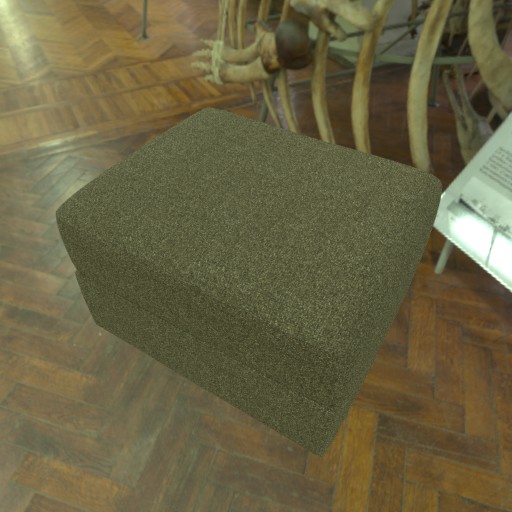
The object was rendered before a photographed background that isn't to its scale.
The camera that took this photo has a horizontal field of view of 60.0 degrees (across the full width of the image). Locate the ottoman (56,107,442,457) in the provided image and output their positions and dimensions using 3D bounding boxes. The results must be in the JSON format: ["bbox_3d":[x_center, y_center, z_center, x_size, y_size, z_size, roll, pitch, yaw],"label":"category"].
[{"bbox_3d":[0.000,0.000,1.138,0.742,0.476,0.598,23,49,22],"label":"ottoman"}]
